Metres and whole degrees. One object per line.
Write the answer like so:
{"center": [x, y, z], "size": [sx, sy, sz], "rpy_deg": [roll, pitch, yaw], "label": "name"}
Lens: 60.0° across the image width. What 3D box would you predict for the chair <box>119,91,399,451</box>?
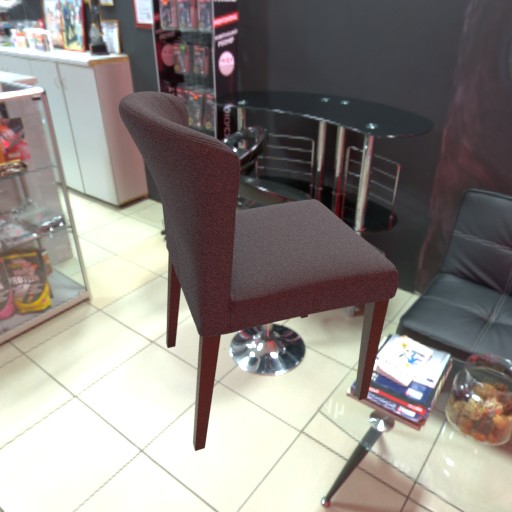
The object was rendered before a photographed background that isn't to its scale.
{"center": [0.000, 0.000, 1.191], "size": [0.592, 0.839, 0.491], "rpy_deg": [-10, 32, -17], "label": "chair"}
